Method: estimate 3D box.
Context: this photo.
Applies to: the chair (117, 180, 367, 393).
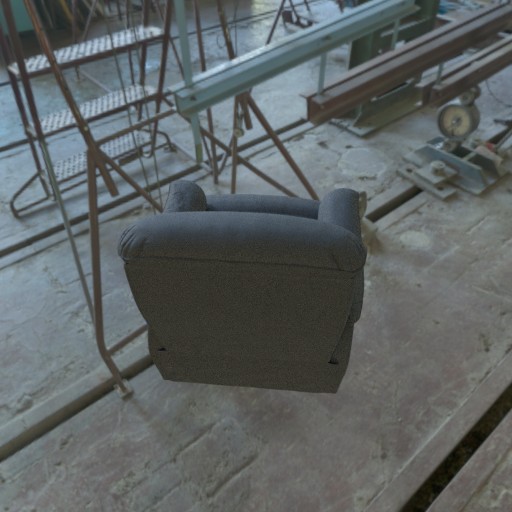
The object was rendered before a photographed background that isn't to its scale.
[{"bbox_3d":[0.000,0.000,1.710,0.820,1.037,1.004,4,45,4],"label":"chair"}]
